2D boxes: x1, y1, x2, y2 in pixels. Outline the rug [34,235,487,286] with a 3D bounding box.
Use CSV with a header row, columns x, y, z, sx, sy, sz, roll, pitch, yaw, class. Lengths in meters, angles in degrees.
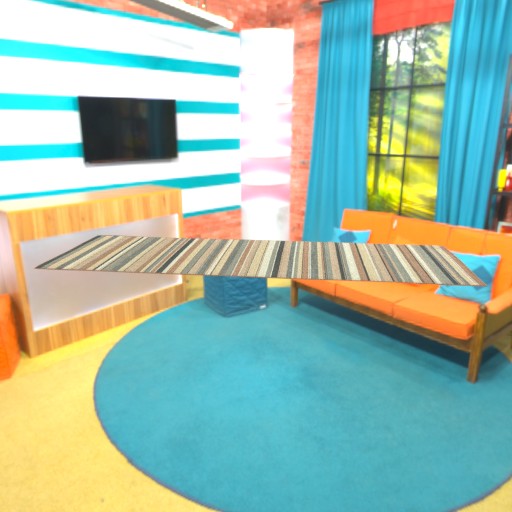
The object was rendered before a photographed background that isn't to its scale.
x,y,z,sx,sy,sz,roll,pitch,yaw,class
0.000,0.000,2.741,2.444,0.010,0.799,2,16,7,rug
